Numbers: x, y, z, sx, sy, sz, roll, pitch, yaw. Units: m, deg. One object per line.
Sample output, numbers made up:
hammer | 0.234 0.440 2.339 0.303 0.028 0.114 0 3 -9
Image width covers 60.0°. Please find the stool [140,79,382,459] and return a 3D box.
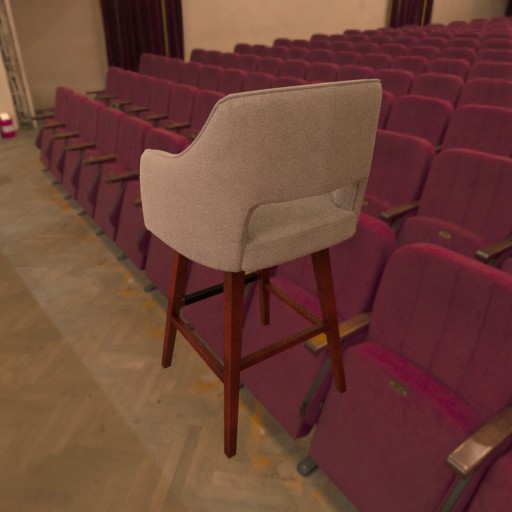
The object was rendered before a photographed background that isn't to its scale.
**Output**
stool | 0.000 0.000 1.308 0.548 1.012 0.558 -18 33 -30
